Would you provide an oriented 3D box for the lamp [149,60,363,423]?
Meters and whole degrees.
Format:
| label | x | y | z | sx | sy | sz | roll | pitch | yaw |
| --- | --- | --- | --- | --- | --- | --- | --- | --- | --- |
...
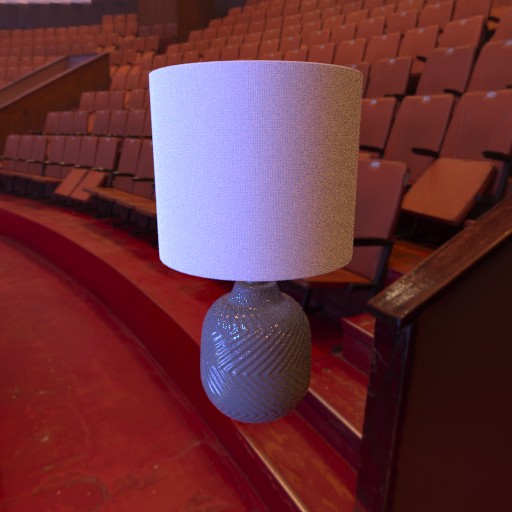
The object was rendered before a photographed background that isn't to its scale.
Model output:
| label | x | y | z | sx | sy | sz | roll | pitch | yaw |
| --- | --- | --- | --- | --- | --- | --- | --- | --- | --- |
| lamp | 0.000 | 0.000 | 0.486 | 0.207 | 0.366 | 0.207 | -8 | 17 | -26 |
